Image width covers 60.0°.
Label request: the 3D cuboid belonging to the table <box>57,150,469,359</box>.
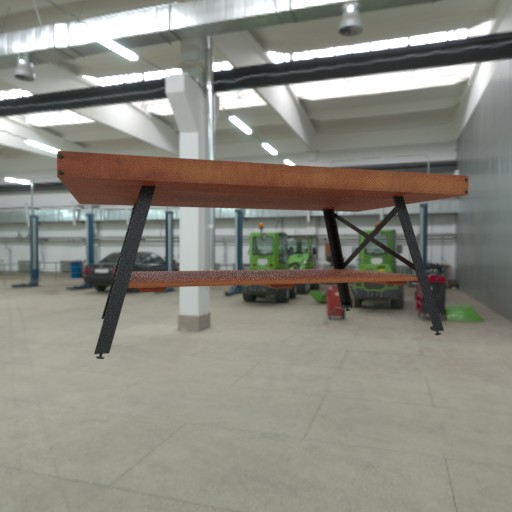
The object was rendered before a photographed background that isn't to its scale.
[{"bbox_3d":[0.000,0.000,1.383,1.067,0.457,0.610,0,1,-18],"label":"table"}]
